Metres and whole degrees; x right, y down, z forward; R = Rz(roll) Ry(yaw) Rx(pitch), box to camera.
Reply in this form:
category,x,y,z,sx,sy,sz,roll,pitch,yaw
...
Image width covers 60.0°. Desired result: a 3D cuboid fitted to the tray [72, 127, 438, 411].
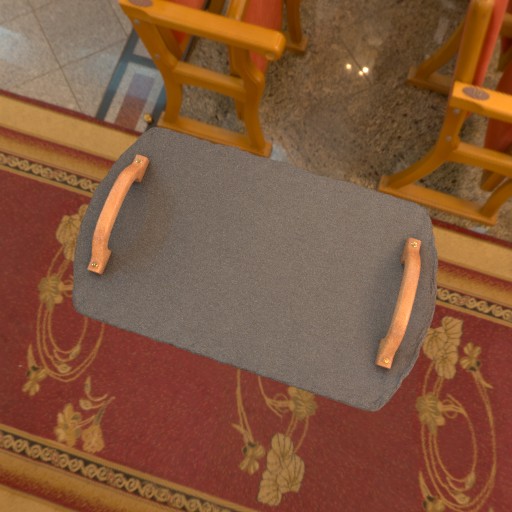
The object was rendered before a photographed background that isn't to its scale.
category,x,y,z,sx,sy,sz,roll,pitch,yaw
tray,0.000,0.000,0.467,0.387,0.062,0.231,18,76,4
